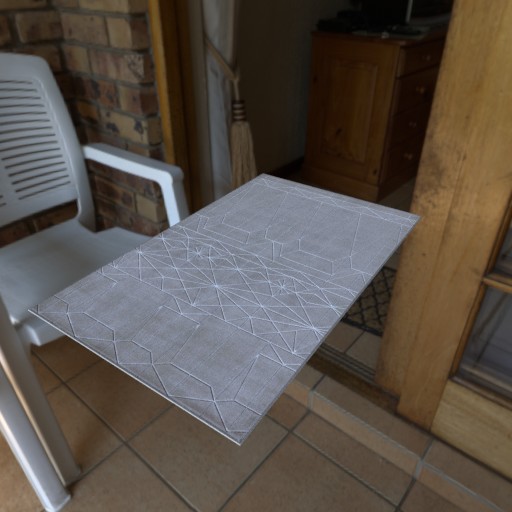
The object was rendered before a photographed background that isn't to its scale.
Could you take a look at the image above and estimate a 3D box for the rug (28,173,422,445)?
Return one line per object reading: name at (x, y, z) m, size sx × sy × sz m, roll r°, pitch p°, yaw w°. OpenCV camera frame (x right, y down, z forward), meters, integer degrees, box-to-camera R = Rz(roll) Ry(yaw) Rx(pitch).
rug at (0.000, 0.000, 3.044) m, size 1.524 × 0.012 × 2.438 m, roll 21°, pitch 39°, yaw 28°
